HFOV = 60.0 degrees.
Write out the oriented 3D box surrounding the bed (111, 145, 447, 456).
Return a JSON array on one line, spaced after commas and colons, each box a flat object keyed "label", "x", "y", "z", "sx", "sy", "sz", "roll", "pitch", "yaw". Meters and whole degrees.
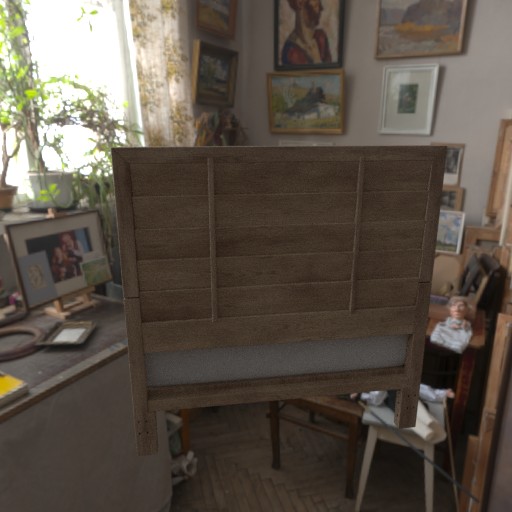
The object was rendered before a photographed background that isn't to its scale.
[{"label": "bed", "x": 0.000, "y": 0.000, "z": 3.257, "sx": 1.615, "sy": 1.631, "sz": 2.017, "roll": -2, "pitch": 16, "yaw": -8}]
